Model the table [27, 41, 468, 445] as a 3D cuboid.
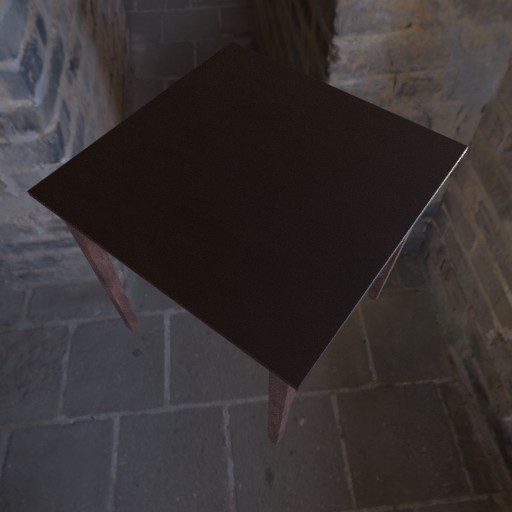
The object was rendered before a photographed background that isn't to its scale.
[{"bbox_3d":[0.000,0.000,1.377,0.749,0.770,0.749,32,63,19],"label":"table"}]
